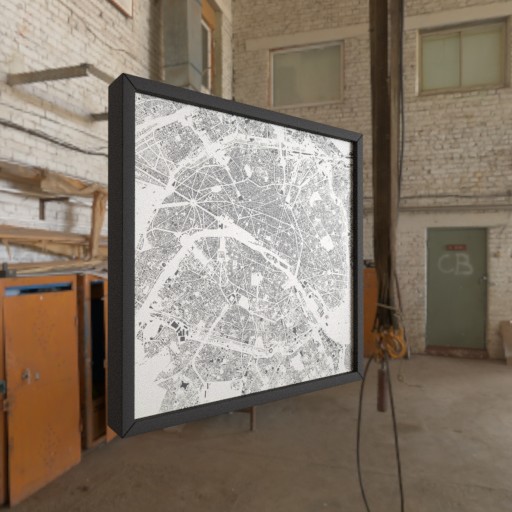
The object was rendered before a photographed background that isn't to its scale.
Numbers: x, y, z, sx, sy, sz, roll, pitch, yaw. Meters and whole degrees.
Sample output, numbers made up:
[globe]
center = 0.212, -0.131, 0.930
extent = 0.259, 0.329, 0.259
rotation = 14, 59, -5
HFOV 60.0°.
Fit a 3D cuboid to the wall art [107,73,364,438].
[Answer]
[wall art]
center = 0.000, 0.000, 0.474
extent = 0.305, 0.305, 0.037
rotation = 0, -1, -37
